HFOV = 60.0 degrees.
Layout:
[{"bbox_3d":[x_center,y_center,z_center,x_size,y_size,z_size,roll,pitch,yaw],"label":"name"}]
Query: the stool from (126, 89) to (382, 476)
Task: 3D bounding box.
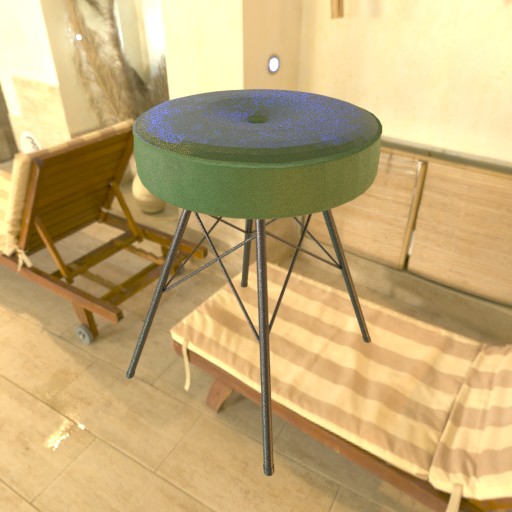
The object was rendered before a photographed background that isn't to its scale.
[{"bbox_3d":[0.000,0.000,0.920,0.430,0.595,0.457,22,39,30],"label":"stool"}]
